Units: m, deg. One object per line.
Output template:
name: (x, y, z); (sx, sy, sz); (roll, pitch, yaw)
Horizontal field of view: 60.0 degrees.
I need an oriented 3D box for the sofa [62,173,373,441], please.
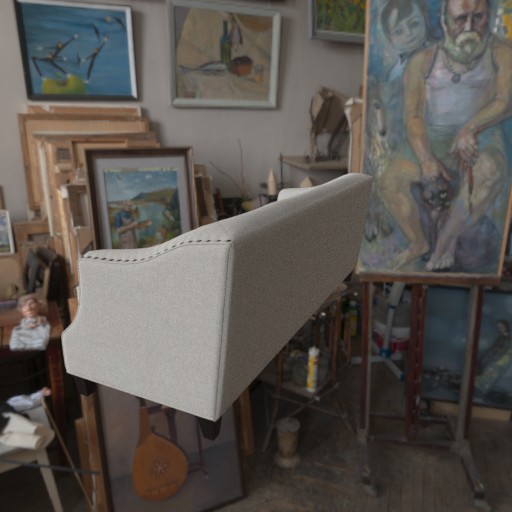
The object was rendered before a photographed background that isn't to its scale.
sofa: (0.000, 0.000, 2.741); (0.914, 0.901, 2.235); (8, 18, 25)
